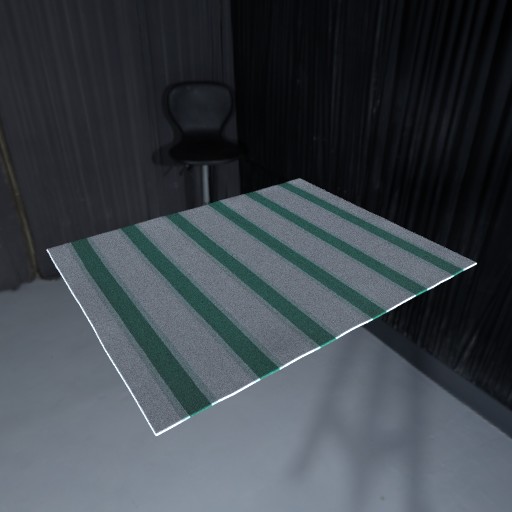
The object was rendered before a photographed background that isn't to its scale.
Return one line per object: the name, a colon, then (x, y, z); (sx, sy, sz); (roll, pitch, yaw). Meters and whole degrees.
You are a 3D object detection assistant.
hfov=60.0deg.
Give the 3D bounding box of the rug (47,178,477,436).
rug: (0.000, 0.000, 3.998); (3.041, 0.019, 2.434); (-20, 37, -29)
